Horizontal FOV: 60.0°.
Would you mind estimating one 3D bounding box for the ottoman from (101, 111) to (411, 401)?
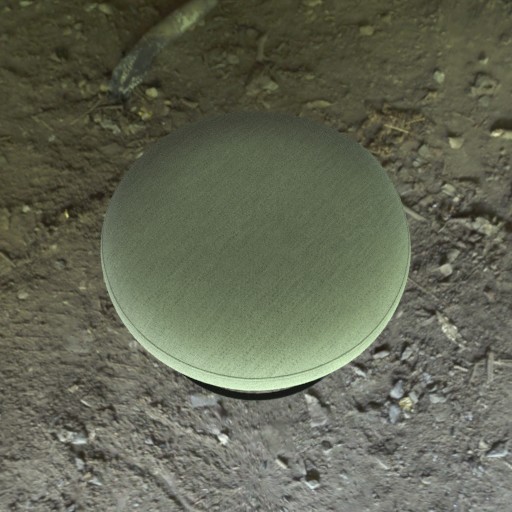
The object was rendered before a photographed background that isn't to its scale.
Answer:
[{"bbox_3d":[0.000,0.000,1.235,0.769,0.459,0.769,0,63,0],"label":"ottoman"}]
